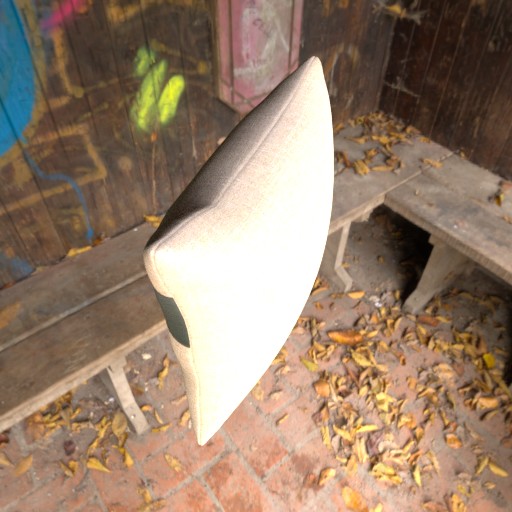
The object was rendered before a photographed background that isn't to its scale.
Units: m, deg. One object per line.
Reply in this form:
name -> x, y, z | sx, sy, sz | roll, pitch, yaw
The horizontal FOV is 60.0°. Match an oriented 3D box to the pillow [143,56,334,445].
pillow -> 0.000, 0.000, 0.616 | 0.173, 0.399, 0.414 | 17, 48, 16
